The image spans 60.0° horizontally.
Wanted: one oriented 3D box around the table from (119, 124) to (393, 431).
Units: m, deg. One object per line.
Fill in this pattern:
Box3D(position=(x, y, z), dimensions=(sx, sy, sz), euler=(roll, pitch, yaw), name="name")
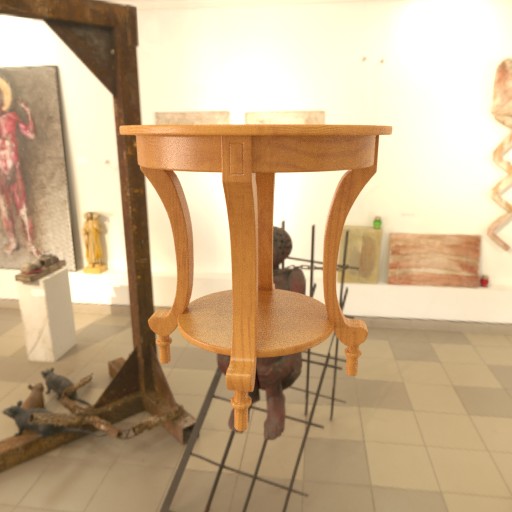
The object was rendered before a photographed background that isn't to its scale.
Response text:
Box3D(position=(0.000, 0.000, 1.091), dimensions=(0.597, 0.612, 0.597), euler=(0, 16, 0), name="table")
